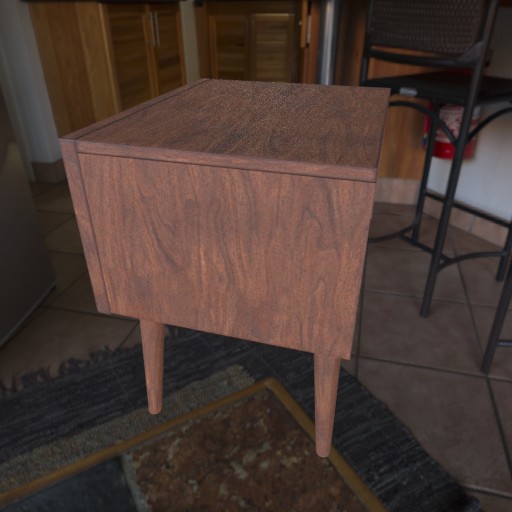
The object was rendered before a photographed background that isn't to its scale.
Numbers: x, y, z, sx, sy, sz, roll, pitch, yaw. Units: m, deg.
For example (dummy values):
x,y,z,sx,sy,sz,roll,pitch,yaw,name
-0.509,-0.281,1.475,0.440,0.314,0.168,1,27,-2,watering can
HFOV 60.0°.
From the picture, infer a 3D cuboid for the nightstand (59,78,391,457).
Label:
x,y,z,sx,sy,sz,roll,pitch,yaw,name
0.000,0.000,0.934,0.445,0.607,0.521,8,32,14,nightstand
